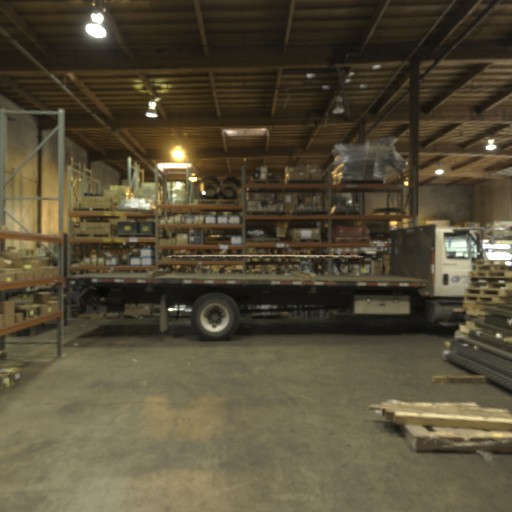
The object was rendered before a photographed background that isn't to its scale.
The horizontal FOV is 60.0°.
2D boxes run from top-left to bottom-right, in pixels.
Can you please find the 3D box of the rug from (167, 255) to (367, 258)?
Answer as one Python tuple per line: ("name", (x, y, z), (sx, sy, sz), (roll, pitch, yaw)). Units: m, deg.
("rug", (0.000, 0.000, 2.957), (0.762, 0.011, 2.664), (0, 0, -2))
